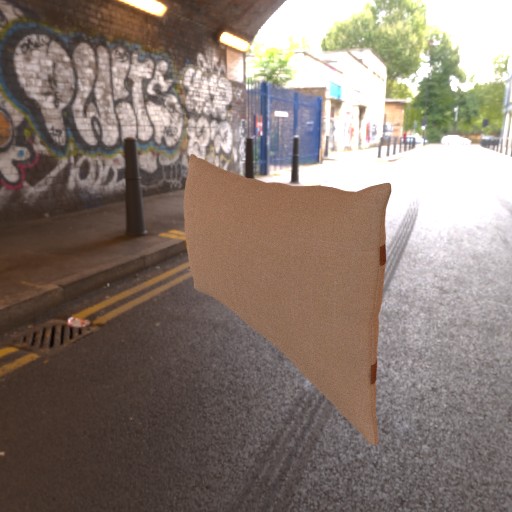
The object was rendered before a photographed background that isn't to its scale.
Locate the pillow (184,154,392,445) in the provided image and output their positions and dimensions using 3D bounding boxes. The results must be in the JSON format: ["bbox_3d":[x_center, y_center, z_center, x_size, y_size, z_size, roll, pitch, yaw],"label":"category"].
[{"bbox_3d":[0.000,0.000,0.736,0.148,0.308,0.612,-8,17,-26],"label":"pillow"}]
